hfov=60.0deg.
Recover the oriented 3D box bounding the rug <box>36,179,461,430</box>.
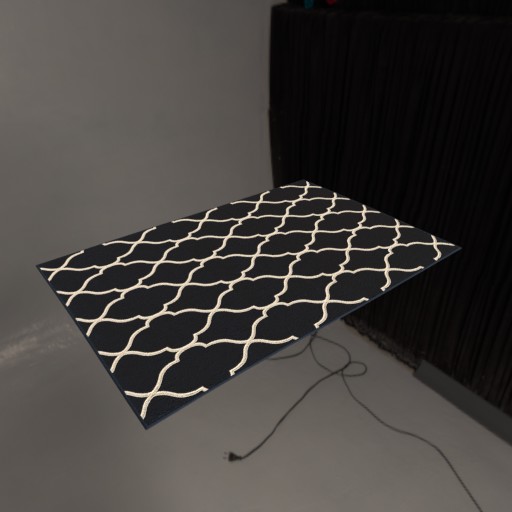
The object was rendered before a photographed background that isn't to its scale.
[{"bbox_3d":[0.000,0.000,2.848,2.294,0.014,1.528,-22,38,-32],"label":"rug"}]
